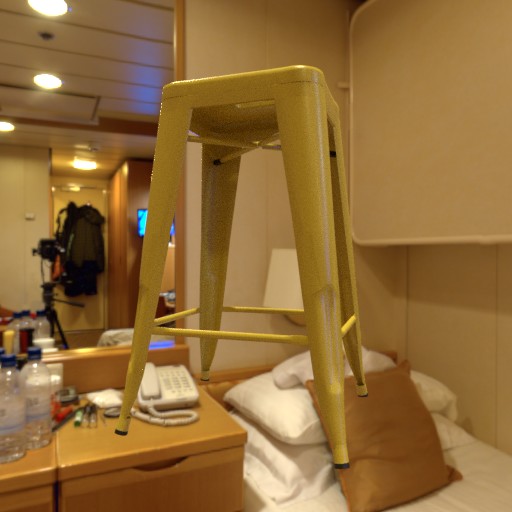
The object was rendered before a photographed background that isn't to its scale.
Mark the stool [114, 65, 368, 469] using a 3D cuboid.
[{"bbox_3d":[0.000,0.000,0.856,0.399,0.609,0.359,0,1,18],"label":"stool"}]
